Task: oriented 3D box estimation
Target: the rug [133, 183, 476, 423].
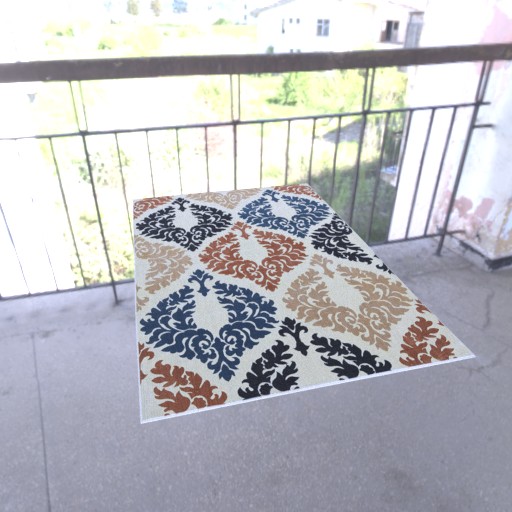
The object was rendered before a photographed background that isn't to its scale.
[{"bbox_3d":[0.000,0.000,2.830,1.514,0.014,2.275,-7,31,-12],"label":"rug"}]
